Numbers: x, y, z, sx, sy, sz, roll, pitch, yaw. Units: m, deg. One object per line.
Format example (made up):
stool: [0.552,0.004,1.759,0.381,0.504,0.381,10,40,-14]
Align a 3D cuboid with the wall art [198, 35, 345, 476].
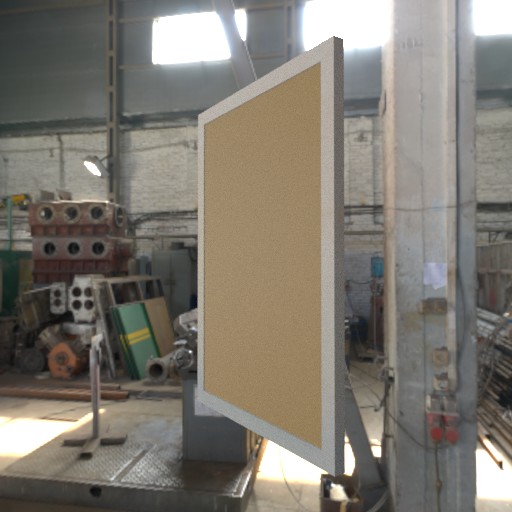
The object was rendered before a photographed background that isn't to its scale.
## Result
wall art: [0.000,0.000,1.469,0.038,1.143,0.764,1,-1,-35]
